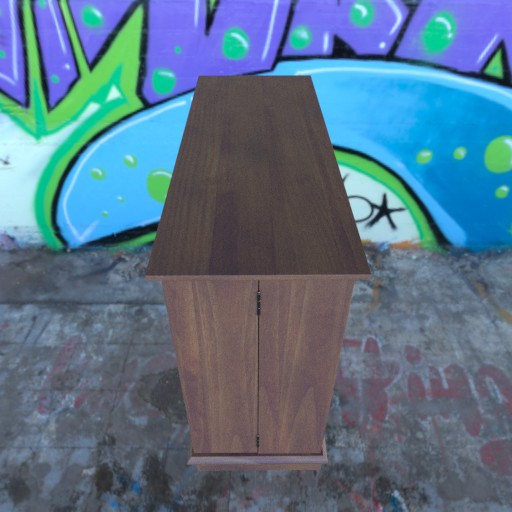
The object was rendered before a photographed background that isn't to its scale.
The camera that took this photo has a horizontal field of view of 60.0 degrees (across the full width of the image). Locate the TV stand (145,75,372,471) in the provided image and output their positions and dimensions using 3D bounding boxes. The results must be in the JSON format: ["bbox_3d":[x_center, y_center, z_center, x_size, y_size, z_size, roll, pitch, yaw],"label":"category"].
[{"bbox_3d":[0.000,0.000,1.462,0.406,0.813,1.067,0,40,0],"label":"TV stand"}]
